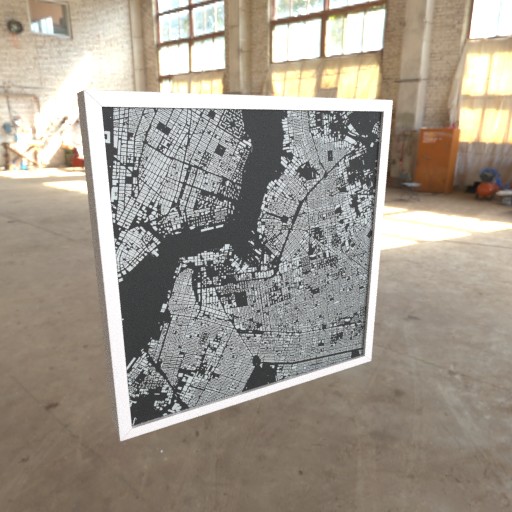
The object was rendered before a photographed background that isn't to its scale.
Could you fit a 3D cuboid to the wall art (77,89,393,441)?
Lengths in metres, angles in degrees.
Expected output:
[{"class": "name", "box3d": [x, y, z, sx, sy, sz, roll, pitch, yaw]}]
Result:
[{"class": "wall art", "box3d": [0.000, 0.000, 0.451, 0.305, 0.305, 0.037, -9, 19, -27]}]
